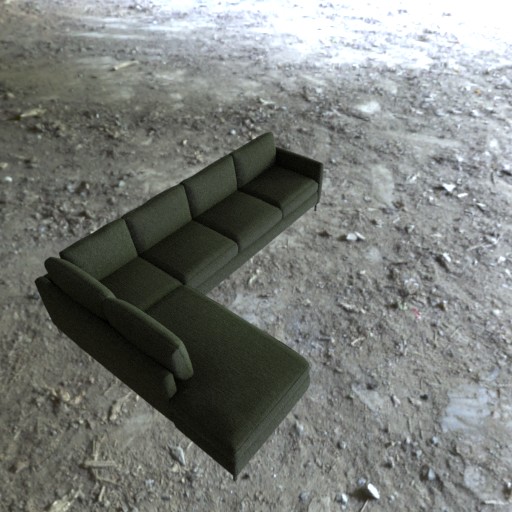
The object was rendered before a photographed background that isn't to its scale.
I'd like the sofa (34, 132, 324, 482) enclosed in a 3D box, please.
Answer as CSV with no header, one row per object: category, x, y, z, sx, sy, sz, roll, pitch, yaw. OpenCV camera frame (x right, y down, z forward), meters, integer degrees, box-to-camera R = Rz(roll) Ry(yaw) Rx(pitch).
sofa,0.000,0.000,3.851,2.007,0.815,2.949,27,47,28
